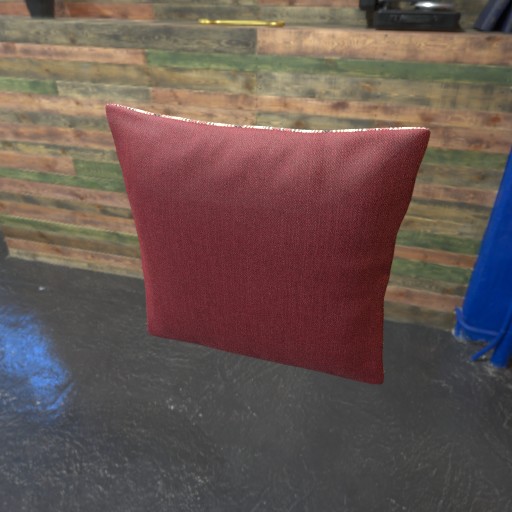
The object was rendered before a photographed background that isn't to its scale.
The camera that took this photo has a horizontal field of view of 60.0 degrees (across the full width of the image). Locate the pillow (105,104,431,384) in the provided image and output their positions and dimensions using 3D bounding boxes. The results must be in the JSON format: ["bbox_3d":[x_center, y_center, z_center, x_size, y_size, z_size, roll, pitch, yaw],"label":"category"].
[{"bbox_3d":[0.000,0.000,0.793,0.513,0.497,0.166,9,32,15],"label":"pillow"}]
